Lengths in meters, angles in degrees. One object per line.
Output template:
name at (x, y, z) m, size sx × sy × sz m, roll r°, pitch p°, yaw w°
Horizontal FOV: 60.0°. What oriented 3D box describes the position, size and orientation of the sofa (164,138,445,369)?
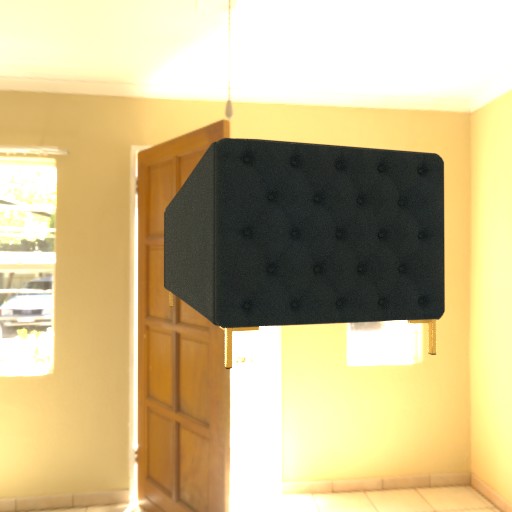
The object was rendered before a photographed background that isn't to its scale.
sofa at (0.000, 0.000, 2.582) m, size 0.895 × 0.771 × 2.209 m, roll 0°, pitch -1°, yaw -16°
